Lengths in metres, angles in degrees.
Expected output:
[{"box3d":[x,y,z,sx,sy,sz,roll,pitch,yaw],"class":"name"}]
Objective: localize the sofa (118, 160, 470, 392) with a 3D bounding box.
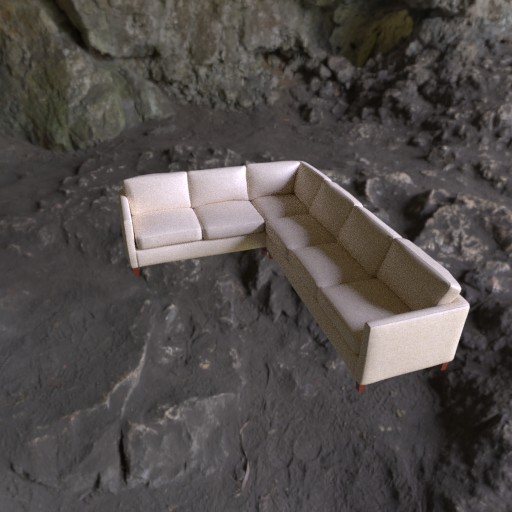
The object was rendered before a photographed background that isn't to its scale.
[{"box3d":[0.000,0.000,4.604,2.593,0.947,3.302,-9,32,-15],"class":"sofa"}]
